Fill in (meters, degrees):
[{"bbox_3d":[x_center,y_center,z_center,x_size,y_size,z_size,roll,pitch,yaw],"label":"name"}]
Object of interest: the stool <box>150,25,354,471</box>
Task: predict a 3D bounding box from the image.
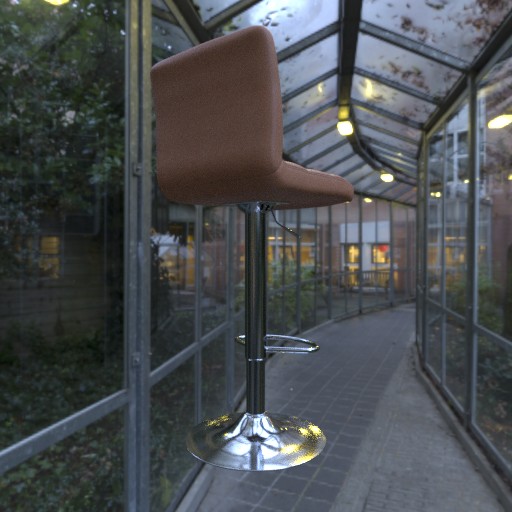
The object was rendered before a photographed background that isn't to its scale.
[{"bbox_3d":[0.000,0.000,1.349,0.430,1.115,0.505,0,0,37],"label":"stool"}]
